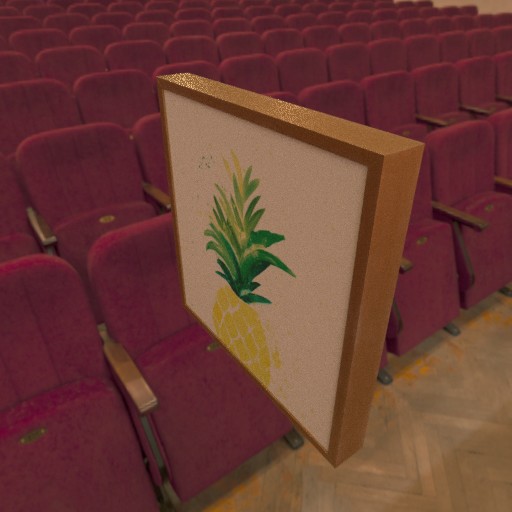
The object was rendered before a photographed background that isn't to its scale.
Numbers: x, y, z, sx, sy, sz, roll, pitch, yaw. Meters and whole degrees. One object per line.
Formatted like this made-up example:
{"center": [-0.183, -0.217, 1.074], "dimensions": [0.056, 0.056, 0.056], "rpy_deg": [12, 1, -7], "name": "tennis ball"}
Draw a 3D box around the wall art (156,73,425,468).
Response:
{"center": [0.000, 0.000, 0.451], "dimensions": [0.038, 0.305, 0.306], "rpy_deg": [-21, 38, -30], "name": "wall art"}
